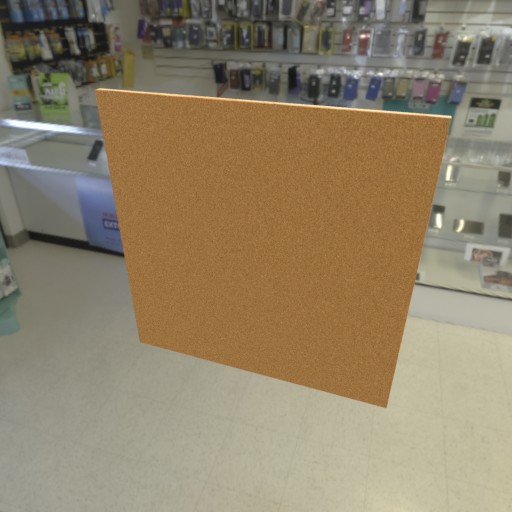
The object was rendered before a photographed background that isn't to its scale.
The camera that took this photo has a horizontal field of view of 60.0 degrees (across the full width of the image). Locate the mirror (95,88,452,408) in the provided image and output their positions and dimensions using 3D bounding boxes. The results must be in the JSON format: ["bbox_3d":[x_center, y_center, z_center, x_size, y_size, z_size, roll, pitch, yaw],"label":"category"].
[{"bbox_3d":[0.000,0.000,1.183,0.804,0.804,0.061,11,33,17],"label":"mirror"}]
